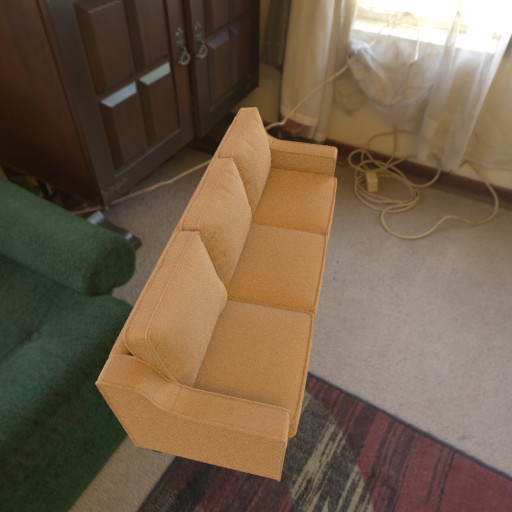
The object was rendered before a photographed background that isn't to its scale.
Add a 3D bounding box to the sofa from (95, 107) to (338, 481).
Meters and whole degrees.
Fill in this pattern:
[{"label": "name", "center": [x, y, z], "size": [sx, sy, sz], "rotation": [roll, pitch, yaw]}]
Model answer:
[{"label": "sofa", "center": [0.000, 0.000, 2.557], "size": [0.791, 0.902, 2.131], "rotation": [9, 46, 9]}]
